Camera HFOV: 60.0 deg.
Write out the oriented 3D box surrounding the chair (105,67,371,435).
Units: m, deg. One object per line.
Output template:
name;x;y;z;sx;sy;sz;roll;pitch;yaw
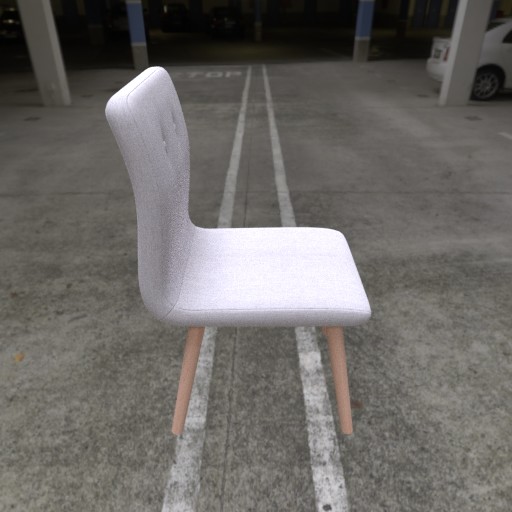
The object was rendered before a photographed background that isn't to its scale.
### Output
chair;0.000;0.000;1.172;0.550;0.885;0.435;0;32;0
